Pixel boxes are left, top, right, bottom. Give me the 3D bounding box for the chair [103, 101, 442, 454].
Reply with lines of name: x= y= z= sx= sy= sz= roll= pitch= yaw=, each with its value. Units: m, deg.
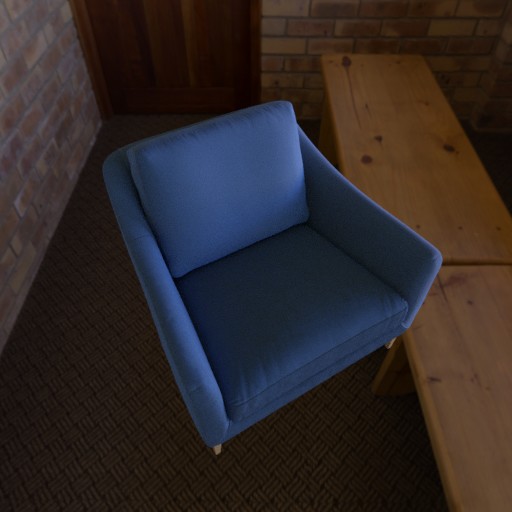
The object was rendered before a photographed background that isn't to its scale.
chair: x=0.000 y=0.000 z=1.735 sx=0.987 sy=0.899 sz=0.961 roll=-24 pitch=51 yaw=-21
